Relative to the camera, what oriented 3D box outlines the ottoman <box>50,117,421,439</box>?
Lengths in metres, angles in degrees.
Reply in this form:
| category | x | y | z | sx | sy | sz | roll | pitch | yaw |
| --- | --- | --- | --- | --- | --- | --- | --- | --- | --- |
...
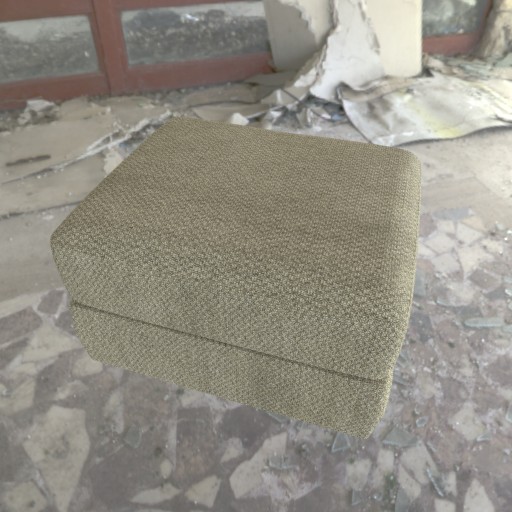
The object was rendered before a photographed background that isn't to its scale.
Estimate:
| category | x | y | z | sx | sy | sz | roll | pitch | yaw |
| --- | --- | --- | --- | --- | --- | --- | --- | --- | --- |
| ottoman | 0.000 | 0.000 | 1.129 | 0.751 | 0.476 | 0.603 | 12 | 44 | 13 |
